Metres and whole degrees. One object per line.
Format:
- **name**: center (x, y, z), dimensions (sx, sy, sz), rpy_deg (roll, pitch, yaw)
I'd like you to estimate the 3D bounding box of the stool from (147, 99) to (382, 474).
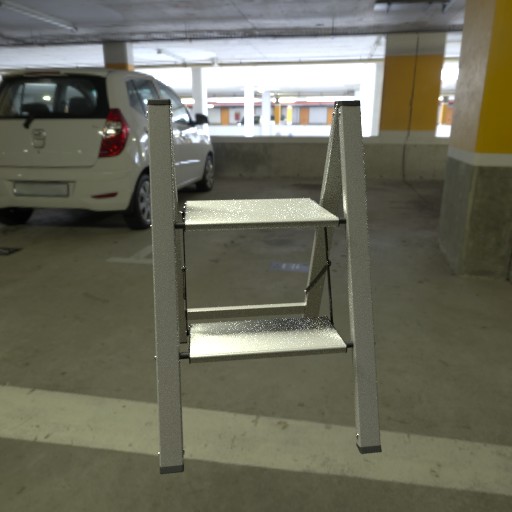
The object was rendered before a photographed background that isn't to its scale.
- **stool**: center (0.000, 0.000, 1.007), dimensions (0.440, 0.670, 0.535), rpy_deg (-2, 17, -7)
